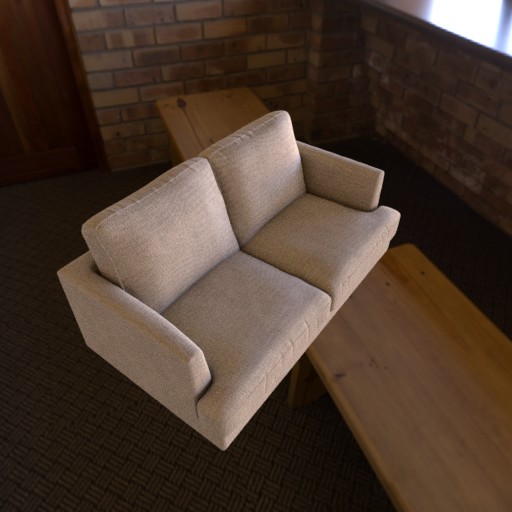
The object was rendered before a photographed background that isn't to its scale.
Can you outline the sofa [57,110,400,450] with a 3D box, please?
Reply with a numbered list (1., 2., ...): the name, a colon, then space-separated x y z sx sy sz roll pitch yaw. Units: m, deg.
1. sofa: 0.000 0.000 2.223 0.903 0.944 1.582 27 48 27
